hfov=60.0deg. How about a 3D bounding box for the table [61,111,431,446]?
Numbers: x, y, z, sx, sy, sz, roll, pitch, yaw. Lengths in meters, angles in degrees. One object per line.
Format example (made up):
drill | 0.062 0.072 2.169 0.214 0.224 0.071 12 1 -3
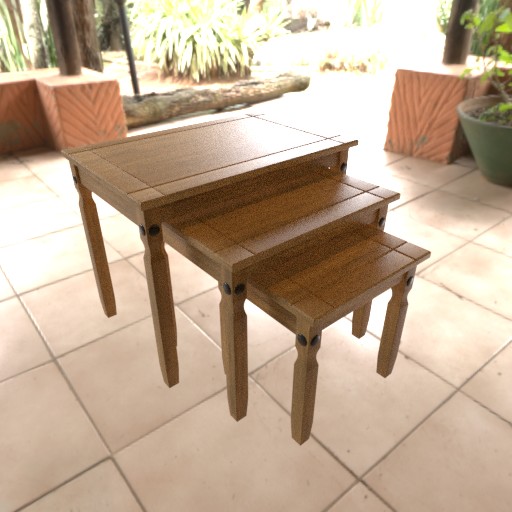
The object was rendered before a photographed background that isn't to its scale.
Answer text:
table | 0.000 0.000 1.203 0.660 0.535 0.773 -23 38 -33
